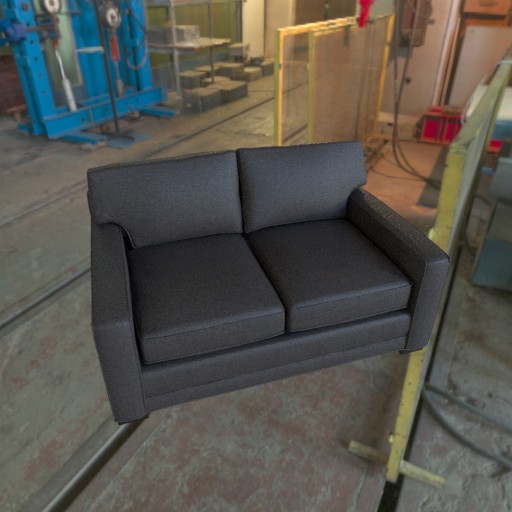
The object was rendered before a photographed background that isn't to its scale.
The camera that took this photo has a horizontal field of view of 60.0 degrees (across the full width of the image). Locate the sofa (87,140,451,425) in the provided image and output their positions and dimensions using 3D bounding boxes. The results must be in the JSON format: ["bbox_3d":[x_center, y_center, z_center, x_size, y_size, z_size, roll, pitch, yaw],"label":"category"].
[{"bbox_3d":[0.000,0.000,2.211,1.534,0.887,0.974,-10,33,-15],"label":"sofa"}]
